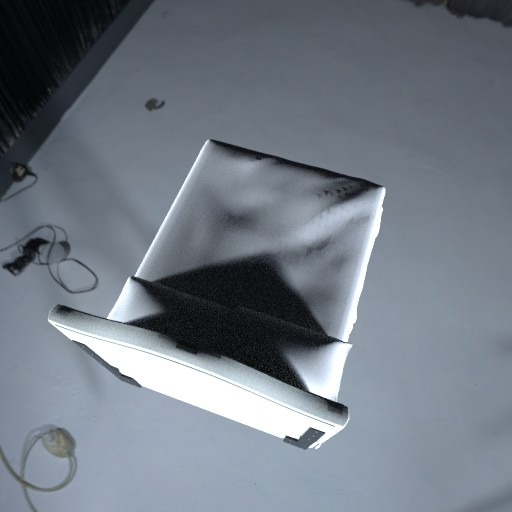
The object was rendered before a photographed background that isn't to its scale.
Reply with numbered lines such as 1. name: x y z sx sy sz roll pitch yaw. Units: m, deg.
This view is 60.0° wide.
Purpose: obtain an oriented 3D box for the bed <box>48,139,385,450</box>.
1. bed: 0.000 0.000 3.353 1.813 1.607 2.180 17 64 9
